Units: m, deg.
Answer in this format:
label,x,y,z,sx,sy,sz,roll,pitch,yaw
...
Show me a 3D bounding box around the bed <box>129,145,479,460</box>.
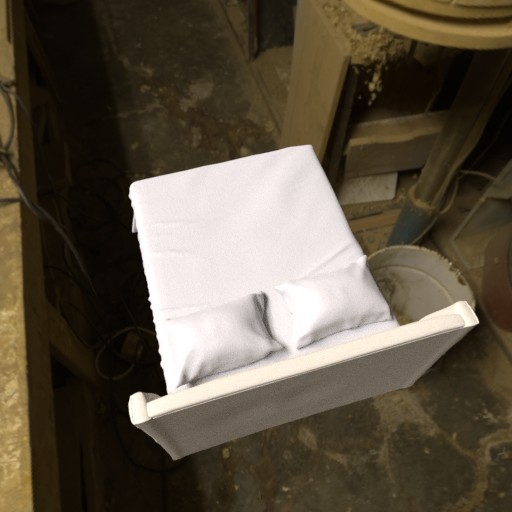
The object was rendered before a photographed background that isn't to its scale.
label,x,y,z,sx,sy,sz,roll,pitch,yaw
bed,0.000,0.000,3.384,1.925,1.332,2.276,-14,60,-8
